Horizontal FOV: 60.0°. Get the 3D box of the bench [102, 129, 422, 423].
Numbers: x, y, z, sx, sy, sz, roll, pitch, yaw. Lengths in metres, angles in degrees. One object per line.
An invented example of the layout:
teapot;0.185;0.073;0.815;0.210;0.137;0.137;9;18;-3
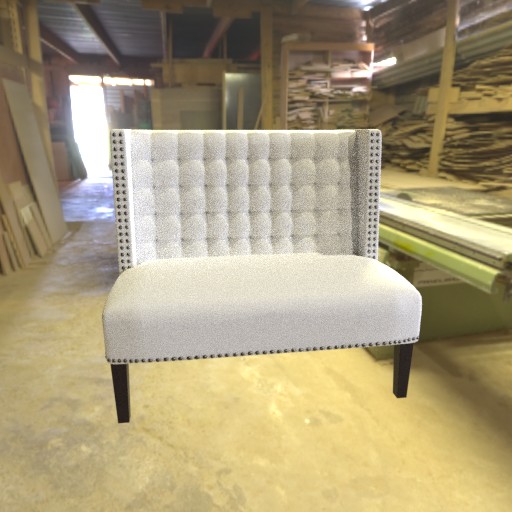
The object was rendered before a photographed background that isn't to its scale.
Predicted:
bench;0.000;0.000;2.042;1.280;1.123;0.847;-2;16;-8
